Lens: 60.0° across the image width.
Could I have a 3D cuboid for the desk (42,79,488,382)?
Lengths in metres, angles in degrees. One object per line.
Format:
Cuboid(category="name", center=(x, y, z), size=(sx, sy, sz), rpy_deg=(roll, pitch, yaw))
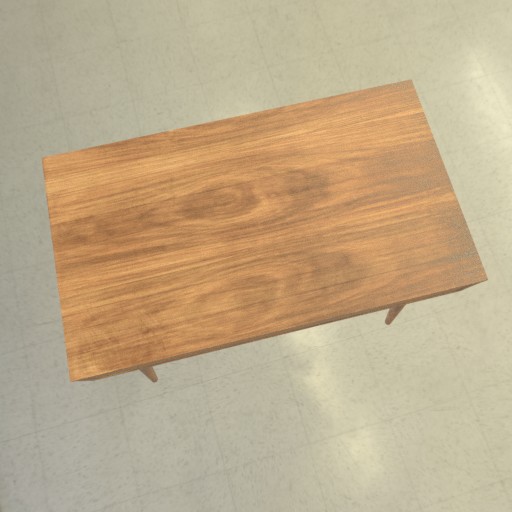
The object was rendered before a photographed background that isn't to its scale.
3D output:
Cuboid(category="desk", center=(0.000, 0.000, 1.410), size=(0.949, 0.758, 0.588), rpy_deg=(-13, 75, -3))
